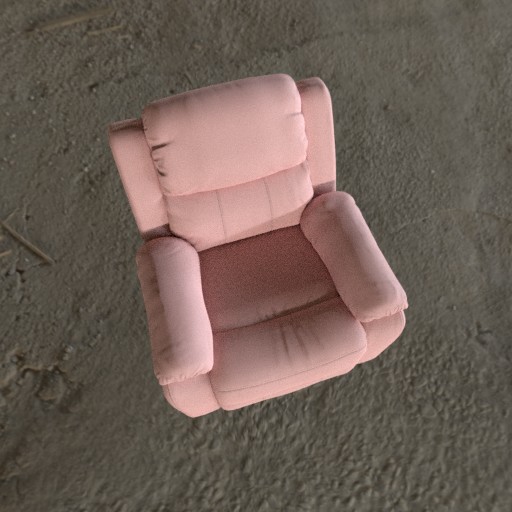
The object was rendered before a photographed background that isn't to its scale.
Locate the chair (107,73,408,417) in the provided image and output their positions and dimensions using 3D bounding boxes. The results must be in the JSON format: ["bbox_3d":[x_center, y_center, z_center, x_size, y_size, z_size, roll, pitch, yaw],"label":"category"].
[{"bbox_3d":[0.000,0.000,1.266,0.680,0.702,0.709,-16,64,-8],"label":"chair"}]
